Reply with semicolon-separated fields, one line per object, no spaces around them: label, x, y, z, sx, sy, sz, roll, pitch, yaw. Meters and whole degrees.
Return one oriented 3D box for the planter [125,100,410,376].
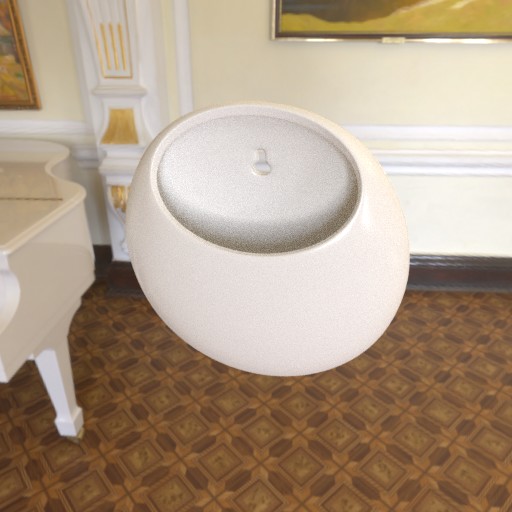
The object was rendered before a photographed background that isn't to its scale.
planter;0.000;0.000;0.282;0.185;0.188;0.043;7;27;15
